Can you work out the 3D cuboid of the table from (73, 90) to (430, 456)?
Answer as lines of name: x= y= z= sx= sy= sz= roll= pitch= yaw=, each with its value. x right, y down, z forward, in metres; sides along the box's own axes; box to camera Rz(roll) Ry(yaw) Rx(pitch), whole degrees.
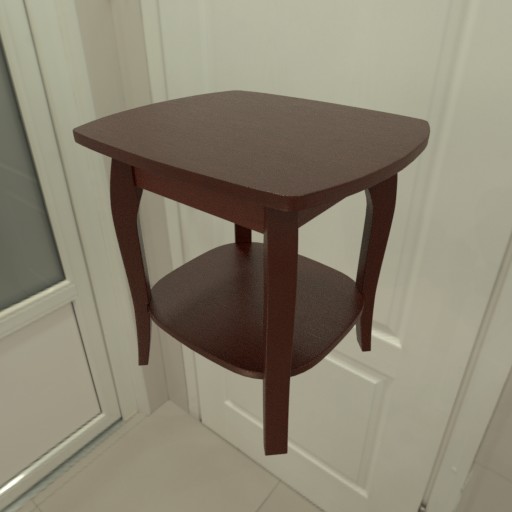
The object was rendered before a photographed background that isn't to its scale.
table: x=0.000 y=0.000 z=0.845 sx=0.502 sy=0.496 sz=0.433 roll=22 pitch=38 yaw=32
